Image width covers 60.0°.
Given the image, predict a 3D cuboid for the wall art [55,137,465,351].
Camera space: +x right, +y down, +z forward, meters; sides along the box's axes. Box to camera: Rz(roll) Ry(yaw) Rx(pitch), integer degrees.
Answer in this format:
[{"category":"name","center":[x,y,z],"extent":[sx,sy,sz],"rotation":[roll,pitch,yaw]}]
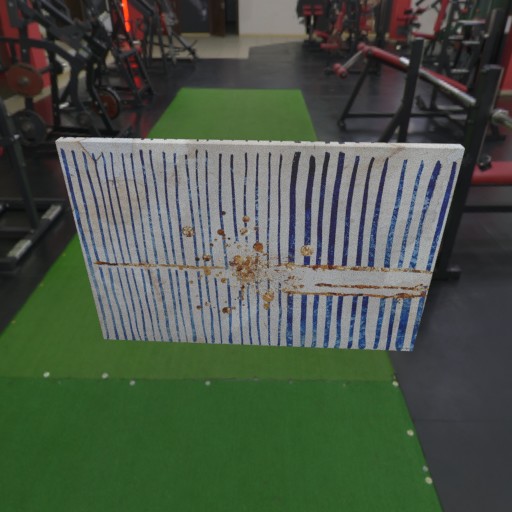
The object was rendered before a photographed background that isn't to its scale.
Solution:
[{"category":"wall art","center":[0.000,0.000,1.453],"extent":[1.143,0.757,0.038],"rotation":[2,32,3]}]
